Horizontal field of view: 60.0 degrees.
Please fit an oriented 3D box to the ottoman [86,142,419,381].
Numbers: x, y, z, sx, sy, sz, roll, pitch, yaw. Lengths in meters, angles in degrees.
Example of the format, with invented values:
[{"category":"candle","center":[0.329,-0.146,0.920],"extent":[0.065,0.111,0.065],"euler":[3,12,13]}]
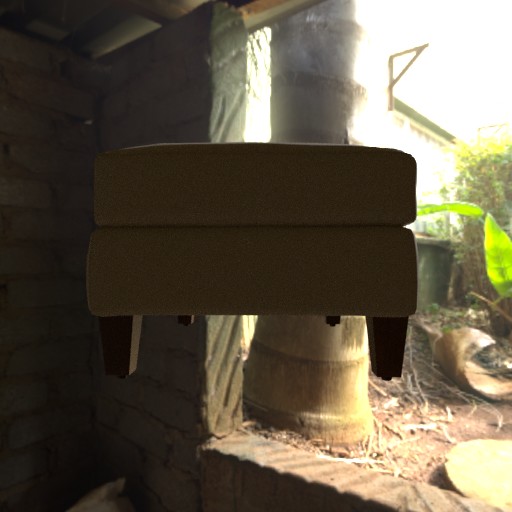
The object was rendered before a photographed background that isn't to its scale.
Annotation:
[{"category":"ottoman","center":[0.000,0.000,1.213],"extent":[0.634,0.485,0.818],"euler":[0,-1,1]}]
